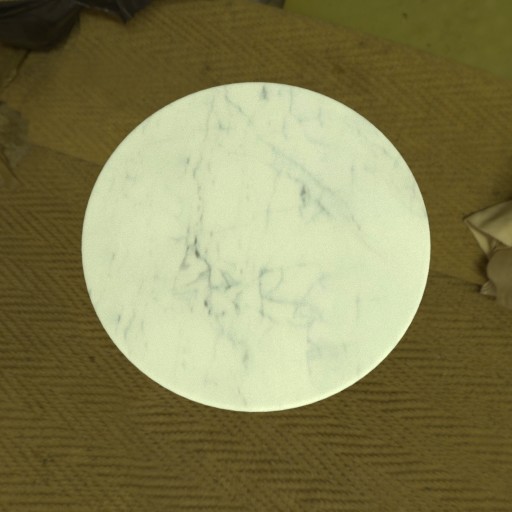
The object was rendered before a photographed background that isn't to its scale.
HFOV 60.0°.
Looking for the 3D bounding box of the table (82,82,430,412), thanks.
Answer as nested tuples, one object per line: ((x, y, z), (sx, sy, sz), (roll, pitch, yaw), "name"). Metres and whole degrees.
((0.000, 0.000, 1.233), (0.800, 0.450, 0.800), (0, 73, 0), "table")
